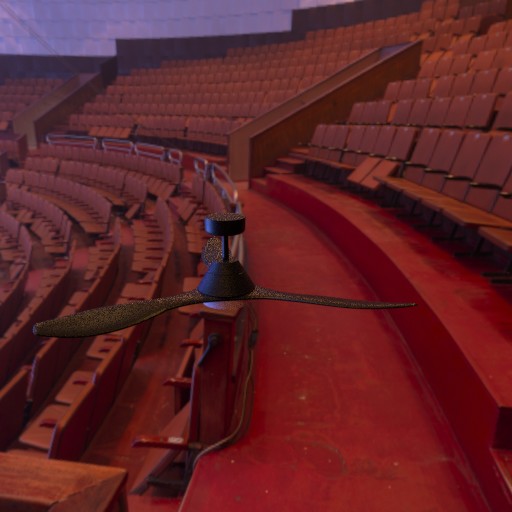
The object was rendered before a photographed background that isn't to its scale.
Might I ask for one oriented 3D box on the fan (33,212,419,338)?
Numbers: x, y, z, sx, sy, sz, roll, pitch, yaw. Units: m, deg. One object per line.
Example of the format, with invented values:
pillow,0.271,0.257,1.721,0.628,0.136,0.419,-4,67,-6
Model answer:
fan,0.000,0.000,1.588,1.067,0.305,1.067,2,17,8
